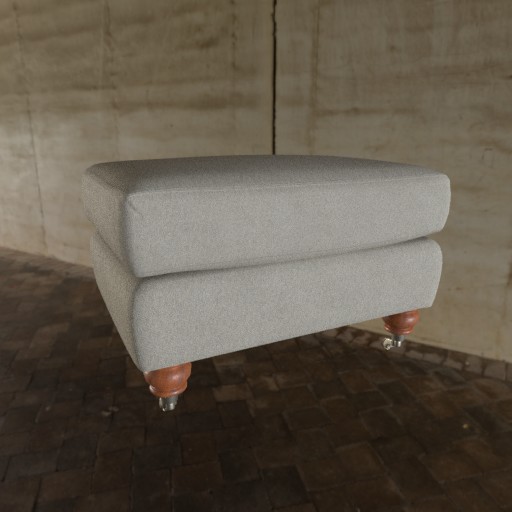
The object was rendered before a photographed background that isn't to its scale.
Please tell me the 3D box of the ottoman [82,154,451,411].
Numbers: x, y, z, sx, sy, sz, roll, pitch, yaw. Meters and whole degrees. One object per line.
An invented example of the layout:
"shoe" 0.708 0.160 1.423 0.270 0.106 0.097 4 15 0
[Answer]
"ottoman" 0.000 0.000 1.142 0.773 0.504 0.569 -8 17 -26
